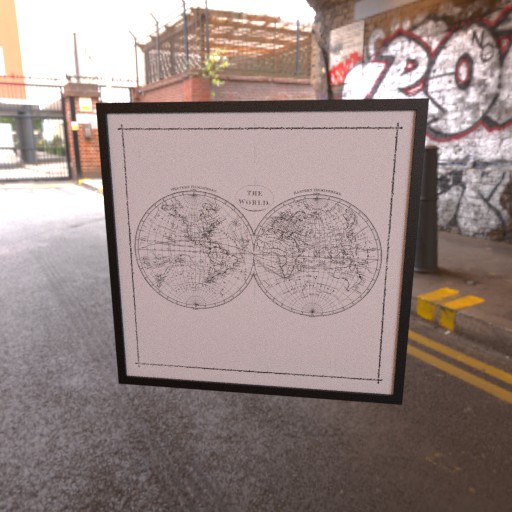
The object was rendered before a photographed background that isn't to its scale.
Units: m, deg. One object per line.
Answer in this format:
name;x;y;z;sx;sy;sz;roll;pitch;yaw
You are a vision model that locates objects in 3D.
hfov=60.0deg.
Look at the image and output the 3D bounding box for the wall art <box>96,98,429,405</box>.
wall art;0.000;0.000;0.483;0.327;0.318;0.029;2;14;8
